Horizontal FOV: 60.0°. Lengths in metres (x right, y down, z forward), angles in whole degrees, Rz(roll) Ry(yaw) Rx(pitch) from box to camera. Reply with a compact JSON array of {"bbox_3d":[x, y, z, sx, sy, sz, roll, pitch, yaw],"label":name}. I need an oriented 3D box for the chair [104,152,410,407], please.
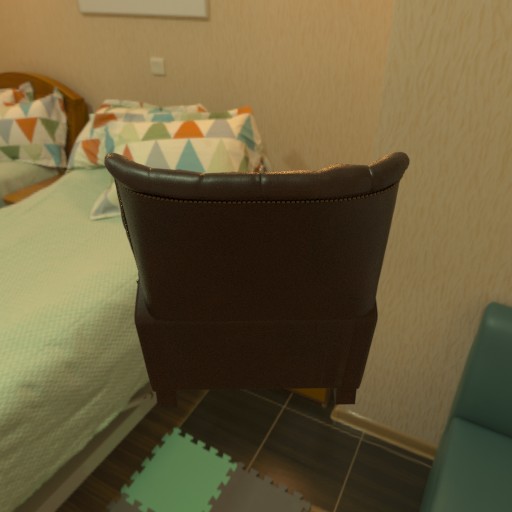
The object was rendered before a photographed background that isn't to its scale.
[{"bbox_3d":[0.000,0.000,1.455,0.709,0.864,0.823,-1,31,-1],"label":"chair"}]
